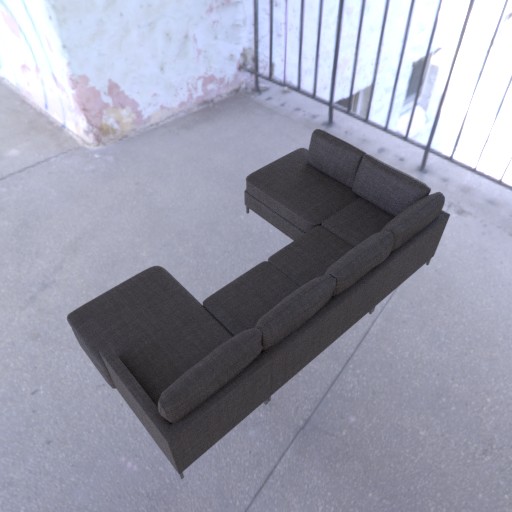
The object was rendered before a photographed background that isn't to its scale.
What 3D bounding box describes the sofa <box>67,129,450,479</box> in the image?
[{"bbox_3d":[0.000,0.000,4.290,3.423,0.999,2.048,-33,54,-28],"label":"sofa"}]
